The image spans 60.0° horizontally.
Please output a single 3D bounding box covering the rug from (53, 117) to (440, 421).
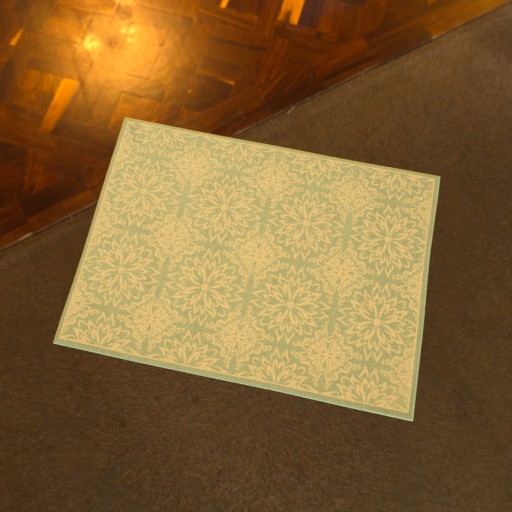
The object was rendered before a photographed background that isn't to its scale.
[{"bbox_3d":[0.000,0.000,2.846,2.205,0.014,1.589,11,76,3],"label":"rug"}]
